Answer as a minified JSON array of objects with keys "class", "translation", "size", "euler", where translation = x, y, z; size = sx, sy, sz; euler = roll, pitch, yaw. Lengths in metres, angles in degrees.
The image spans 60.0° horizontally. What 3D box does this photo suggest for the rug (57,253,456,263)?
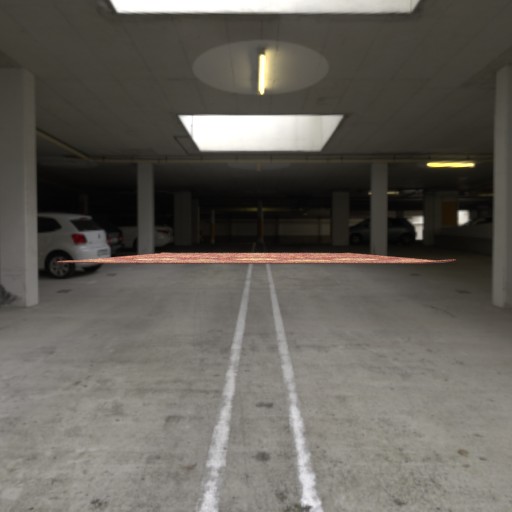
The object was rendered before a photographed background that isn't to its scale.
[{"class":"rug","translation":[0.000,0.000,4.283],"size":[2.489,0.030,3.086],"euler":[0,1,0]}]
